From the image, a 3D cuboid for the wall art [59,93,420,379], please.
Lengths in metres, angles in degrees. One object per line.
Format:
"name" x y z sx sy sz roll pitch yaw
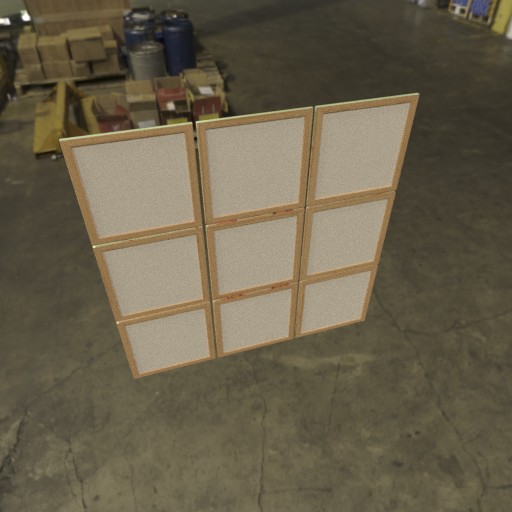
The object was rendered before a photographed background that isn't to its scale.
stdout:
"wall art" 0.000 0.000 1.841 1.214 1.219 0.013 -12 42 -13
